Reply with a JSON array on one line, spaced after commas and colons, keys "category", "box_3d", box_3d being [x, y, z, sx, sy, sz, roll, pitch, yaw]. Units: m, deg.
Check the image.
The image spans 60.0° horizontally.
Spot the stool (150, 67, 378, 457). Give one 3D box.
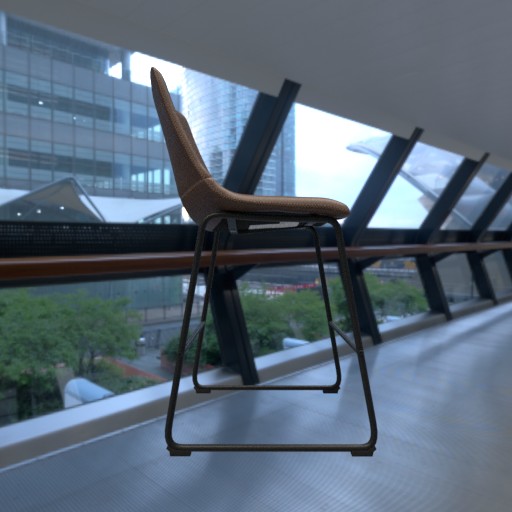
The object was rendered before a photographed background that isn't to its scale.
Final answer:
[{"category": "stool", "box_3d": [0.000, 0.000, 1.213, 0.550, 0.890, 0.460, 0, 1, 0]}]
